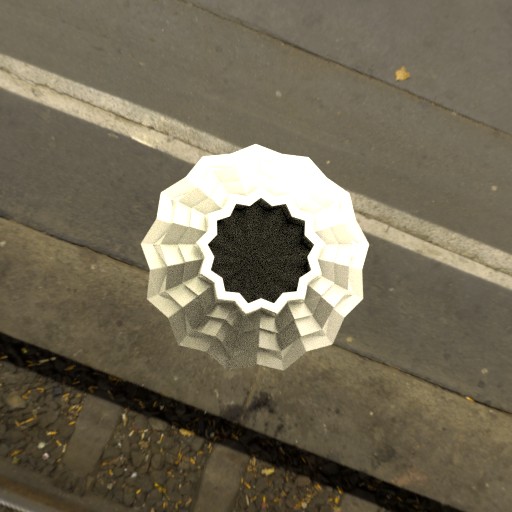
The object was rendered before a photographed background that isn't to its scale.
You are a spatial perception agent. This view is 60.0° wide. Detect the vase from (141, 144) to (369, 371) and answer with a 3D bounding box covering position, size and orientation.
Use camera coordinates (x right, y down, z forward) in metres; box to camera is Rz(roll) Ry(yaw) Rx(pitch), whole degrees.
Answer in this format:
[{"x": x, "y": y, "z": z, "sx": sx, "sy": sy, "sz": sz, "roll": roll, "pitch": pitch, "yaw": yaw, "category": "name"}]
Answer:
[{"x": 0.000, "y": 0.000, "z": 0.309, "sx": 0.164, "sy": 0.185, "sz": 0.164, "roll": 0, "pitch": 88, "yaw": -2, "category": "vase"}]
